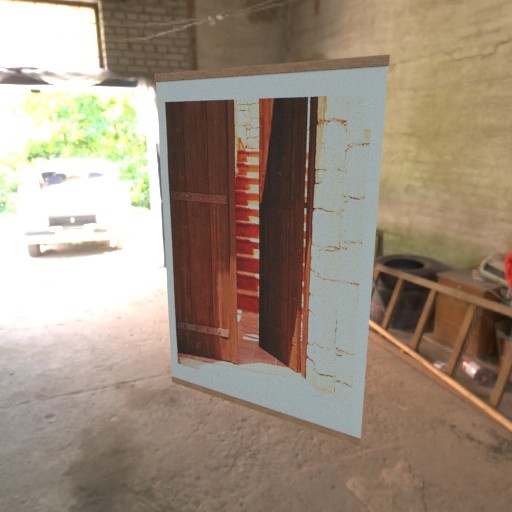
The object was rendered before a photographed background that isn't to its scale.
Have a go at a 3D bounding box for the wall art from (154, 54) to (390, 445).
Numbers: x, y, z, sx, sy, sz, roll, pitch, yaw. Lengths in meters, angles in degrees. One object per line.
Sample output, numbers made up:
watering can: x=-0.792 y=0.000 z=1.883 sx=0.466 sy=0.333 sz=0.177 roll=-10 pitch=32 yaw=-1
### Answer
wall art: x=0.000 y=0.000 z=1.914 sx=1.019 sy=1.527 sz=0.019 roll=9 pitch=18 yaw=28
